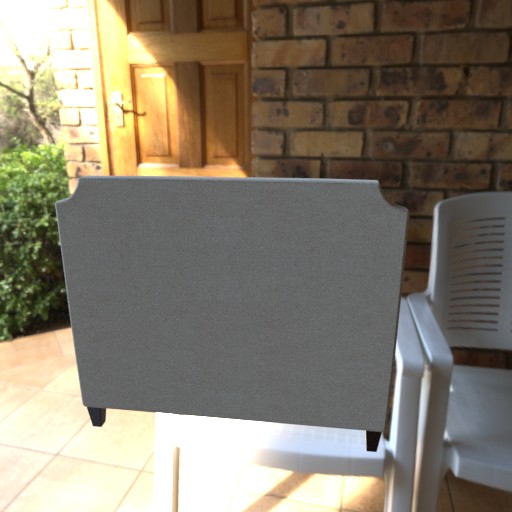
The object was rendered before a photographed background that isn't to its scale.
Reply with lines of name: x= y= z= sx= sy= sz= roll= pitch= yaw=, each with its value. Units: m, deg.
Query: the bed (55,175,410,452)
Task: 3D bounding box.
bed: x=0.000 y=0.000 z=3.394 sx=1.713 sy=1.457 sz=2.381 roll=2 pitch=17 yaw=7
